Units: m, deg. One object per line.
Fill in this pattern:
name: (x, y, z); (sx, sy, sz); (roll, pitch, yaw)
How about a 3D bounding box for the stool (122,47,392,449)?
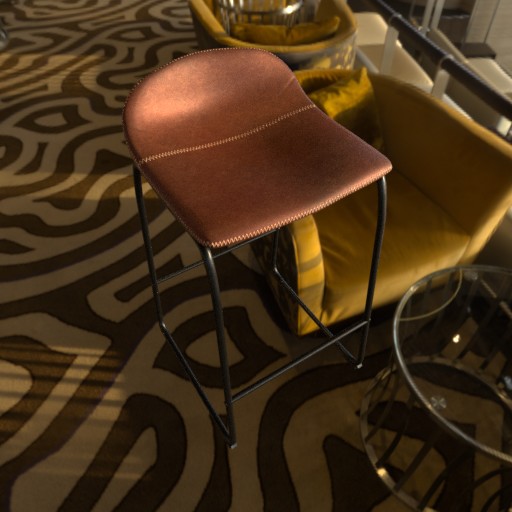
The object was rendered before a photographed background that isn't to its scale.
stool: (0.000, 0.000, 1.090); (0.454, 0.830, 0.473); (-25, 51, -22)
